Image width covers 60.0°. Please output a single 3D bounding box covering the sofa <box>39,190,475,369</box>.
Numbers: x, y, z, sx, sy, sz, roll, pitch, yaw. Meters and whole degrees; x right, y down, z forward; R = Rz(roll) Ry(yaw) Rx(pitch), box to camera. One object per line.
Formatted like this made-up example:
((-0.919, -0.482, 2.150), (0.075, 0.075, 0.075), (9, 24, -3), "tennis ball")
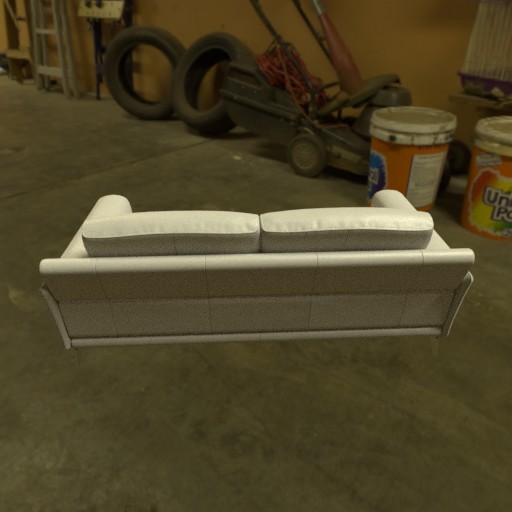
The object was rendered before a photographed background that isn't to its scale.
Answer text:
((0.000, 0.000, 2.599), (2.101, 0.930, 1.049), (-1, 30, -2), "sofa")
